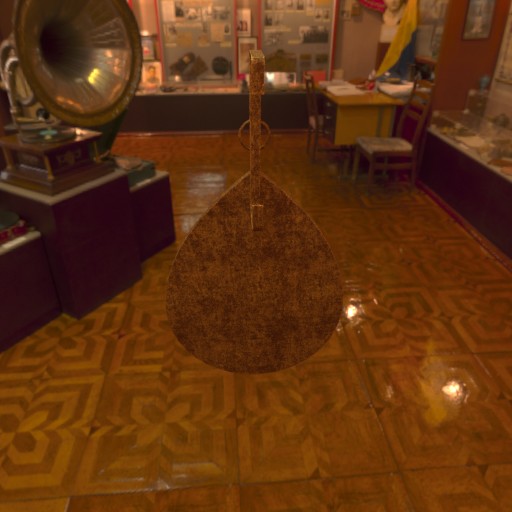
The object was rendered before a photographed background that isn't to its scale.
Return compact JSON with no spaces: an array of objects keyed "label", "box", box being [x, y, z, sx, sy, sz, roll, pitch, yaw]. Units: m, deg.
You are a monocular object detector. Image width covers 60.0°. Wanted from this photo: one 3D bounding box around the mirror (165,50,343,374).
[{"label":"mirror","box":[0.000,0.000,0.887,0.405,0.744,0.144,-1,30,-2]}]
